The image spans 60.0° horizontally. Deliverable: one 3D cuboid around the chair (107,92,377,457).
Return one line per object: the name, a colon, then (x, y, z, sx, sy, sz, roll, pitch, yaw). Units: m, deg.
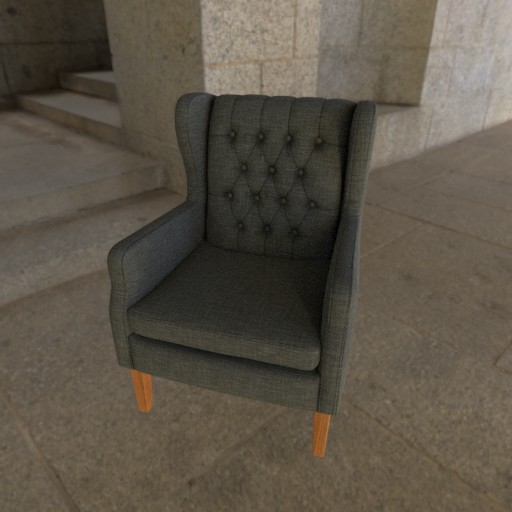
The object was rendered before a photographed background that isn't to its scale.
chair: (0.000, 0.000, 1.489, 0.711, 0.953, 0.775, 8, 30, 15)
